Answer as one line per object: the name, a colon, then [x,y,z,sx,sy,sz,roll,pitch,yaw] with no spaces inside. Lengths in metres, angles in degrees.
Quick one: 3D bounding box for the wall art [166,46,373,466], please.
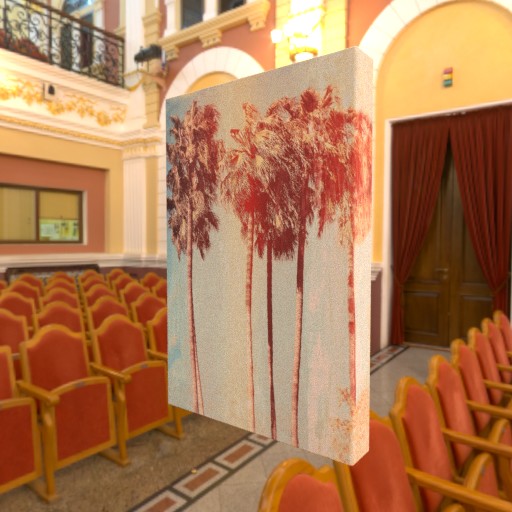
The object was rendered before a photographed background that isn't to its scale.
wall art: [0.000,0.000,0.489,0.251,0.380,0.039,2,3,37]
